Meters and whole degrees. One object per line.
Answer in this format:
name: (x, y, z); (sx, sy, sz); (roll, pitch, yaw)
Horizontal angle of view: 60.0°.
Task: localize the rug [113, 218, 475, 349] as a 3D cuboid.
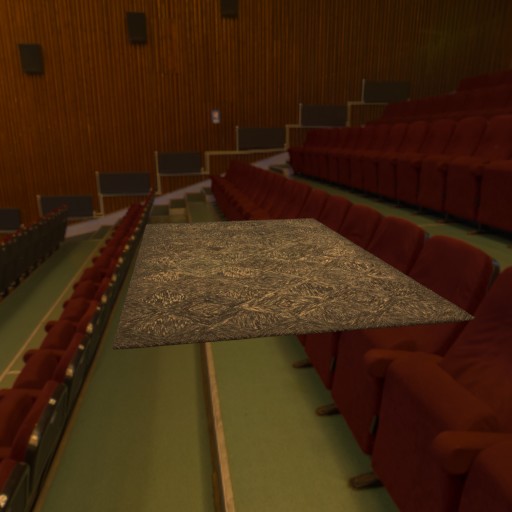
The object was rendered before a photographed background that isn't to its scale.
rug: (0.000, 0.000, 2.166); (1.139, 0.010, 1.754); (-3, 16, -10)
